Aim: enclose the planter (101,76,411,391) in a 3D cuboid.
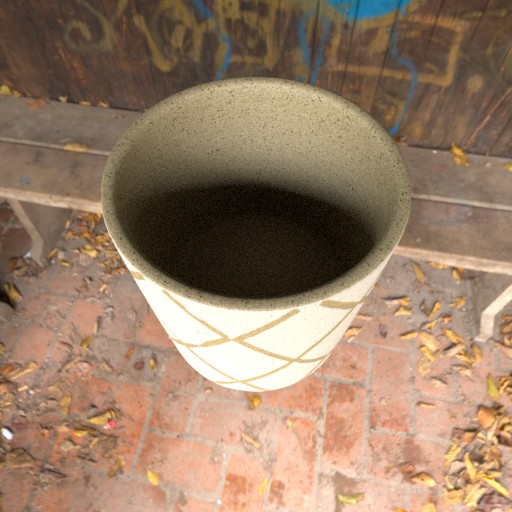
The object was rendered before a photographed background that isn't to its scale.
[{"bbox_3d":[0.000,0.000,0.427,0.228,0.235,0.228,0,58,0],"label":"planter"}]
